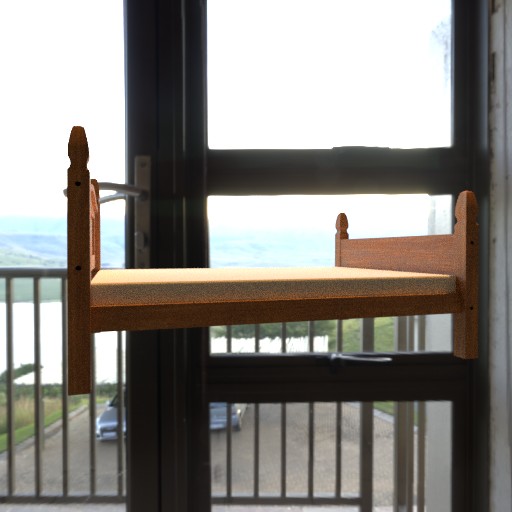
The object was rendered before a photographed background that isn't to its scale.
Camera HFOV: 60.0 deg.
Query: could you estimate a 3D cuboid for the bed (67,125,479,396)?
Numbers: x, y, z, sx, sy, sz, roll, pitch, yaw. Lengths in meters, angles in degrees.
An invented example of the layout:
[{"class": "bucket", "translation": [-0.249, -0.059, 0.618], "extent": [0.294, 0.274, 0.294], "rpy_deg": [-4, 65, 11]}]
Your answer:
[{"class": "bed", "translation": [0.000, 0.000, 2.799], "extent": [2.069, 1.100, 1.490], "rpy_deg": [0, 1, -18]}]
